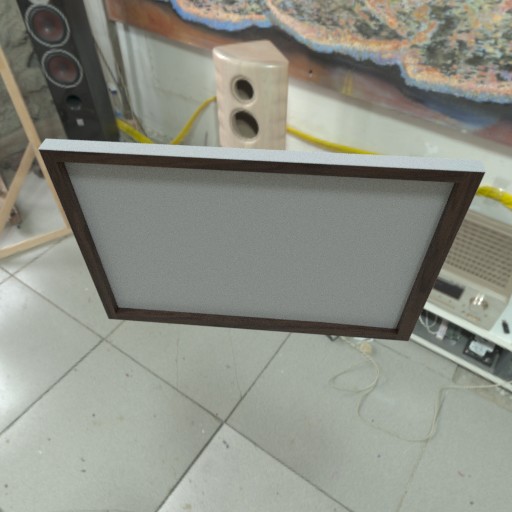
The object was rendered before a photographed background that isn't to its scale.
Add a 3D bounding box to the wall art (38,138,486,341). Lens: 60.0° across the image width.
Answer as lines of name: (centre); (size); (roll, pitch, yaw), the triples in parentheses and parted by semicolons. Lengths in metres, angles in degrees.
wall art: (0.000, 0.000, 1.416); (1.138, 0.761, 0.051); (4, 47, 3)
